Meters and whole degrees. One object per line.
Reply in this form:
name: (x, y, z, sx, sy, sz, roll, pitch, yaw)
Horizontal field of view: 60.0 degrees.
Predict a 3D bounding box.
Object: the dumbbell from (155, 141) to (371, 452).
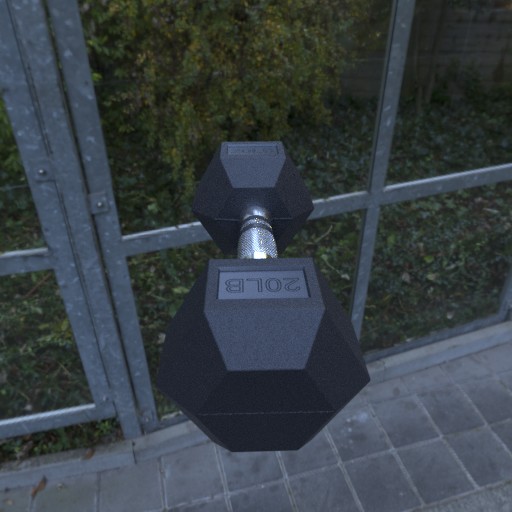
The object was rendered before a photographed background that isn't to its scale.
dumbbell: (0.000, 0.000, 0.317, 0.106, 0.092, 0.272, -1, 32, -2)
